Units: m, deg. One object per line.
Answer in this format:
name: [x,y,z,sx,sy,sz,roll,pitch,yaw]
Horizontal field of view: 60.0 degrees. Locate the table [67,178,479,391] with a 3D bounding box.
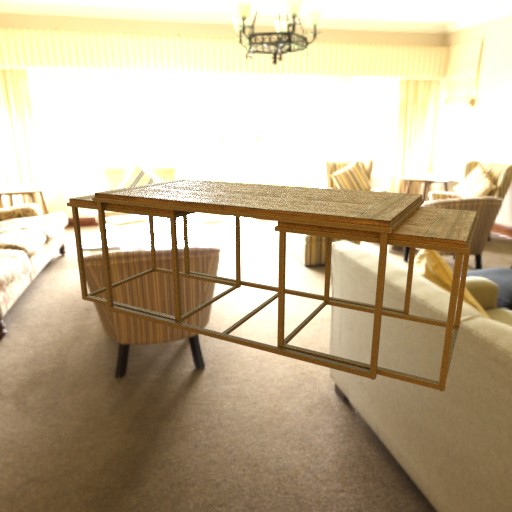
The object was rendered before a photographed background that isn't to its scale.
table: [0.000,0.000,1.516,1.312,0.427,0.489,9,18,27]
